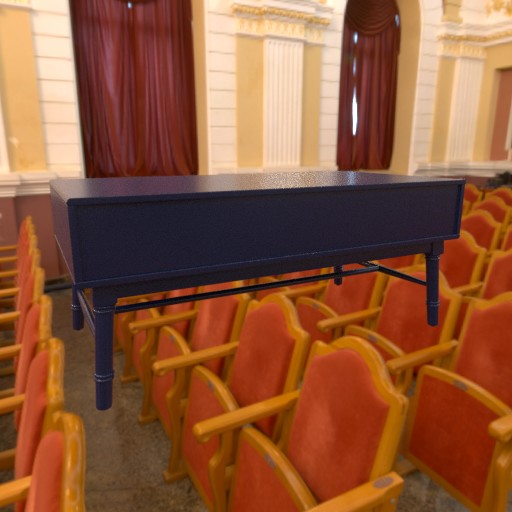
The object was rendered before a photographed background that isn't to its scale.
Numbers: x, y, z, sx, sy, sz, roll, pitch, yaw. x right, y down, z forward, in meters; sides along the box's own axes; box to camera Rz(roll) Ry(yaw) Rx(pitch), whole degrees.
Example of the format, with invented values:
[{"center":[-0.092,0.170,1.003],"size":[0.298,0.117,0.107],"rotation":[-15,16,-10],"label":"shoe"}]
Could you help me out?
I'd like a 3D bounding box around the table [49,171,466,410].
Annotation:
[{"center":[0.000,0.000,1.337],"size":[1.067,0.457,0.572],"rotation":[-7,15,-27],"label":"table"}]
